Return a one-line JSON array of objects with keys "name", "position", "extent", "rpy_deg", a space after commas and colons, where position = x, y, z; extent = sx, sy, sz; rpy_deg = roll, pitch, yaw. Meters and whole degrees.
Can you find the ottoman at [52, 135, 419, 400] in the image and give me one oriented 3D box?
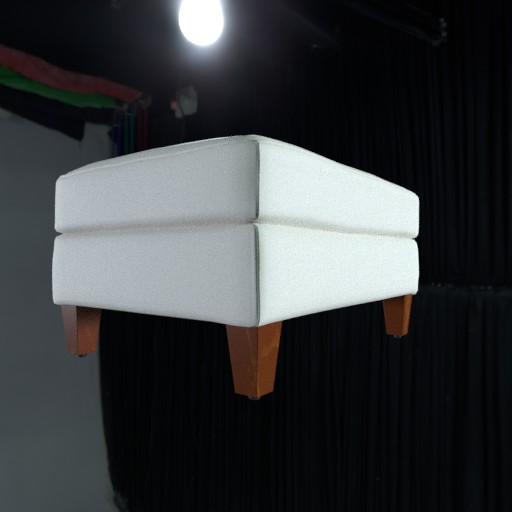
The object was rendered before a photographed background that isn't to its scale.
[{"name": "ottoman", "position": [0.000, 0.000, 1.179], "extent": [0.634, 0.479, 0.818], "rpy_deg": [0, 0, 37]}]
